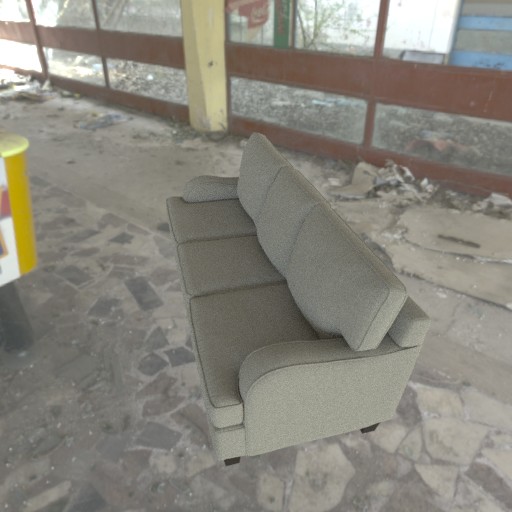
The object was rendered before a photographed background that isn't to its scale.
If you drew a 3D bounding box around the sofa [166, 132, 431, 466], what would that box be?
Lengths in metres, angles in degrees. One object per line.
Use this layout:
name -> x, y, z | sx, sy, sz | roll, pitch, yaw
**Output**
sofa -> 0.000, 0.000, 2.921 | 1.016, 0.997, 2.323 | -8, 32, -12
